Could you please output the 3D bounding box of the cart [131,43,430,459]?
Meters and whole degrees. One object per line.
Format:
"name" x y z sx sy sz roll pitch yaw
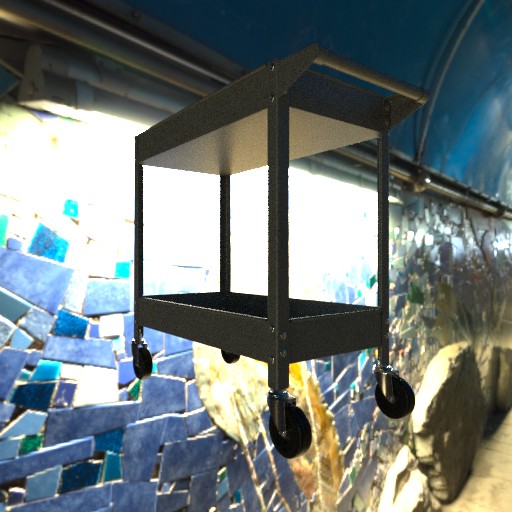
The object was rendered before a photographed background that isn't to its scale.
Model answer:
"cart" 0.000 0.000 1.135 0.366 0.719 0.779 0 0 -38
